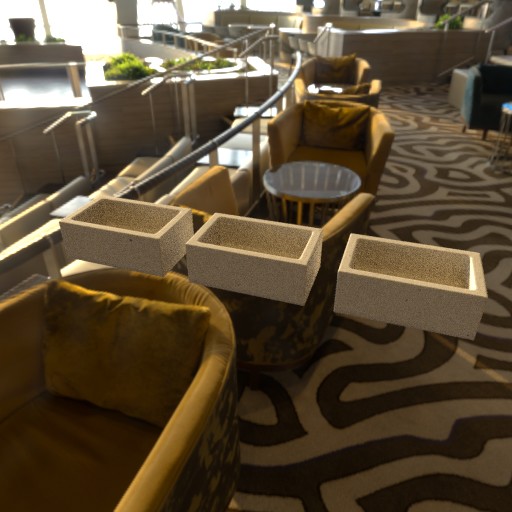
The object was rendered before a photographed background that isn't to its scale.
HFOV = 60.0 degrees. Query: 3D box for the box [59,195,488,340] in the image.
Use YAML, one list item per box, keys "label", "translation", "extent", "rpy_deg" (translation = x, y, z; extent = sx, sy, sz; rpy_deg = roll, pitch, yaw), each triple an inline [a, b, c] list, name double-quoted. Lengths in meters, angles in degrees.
- label: "box"
  translation: [0.000, 0.000, 0.501]
  extent: [0.461, 0.051, 0.082]
  rpy_deg: [10, 33, 16]
